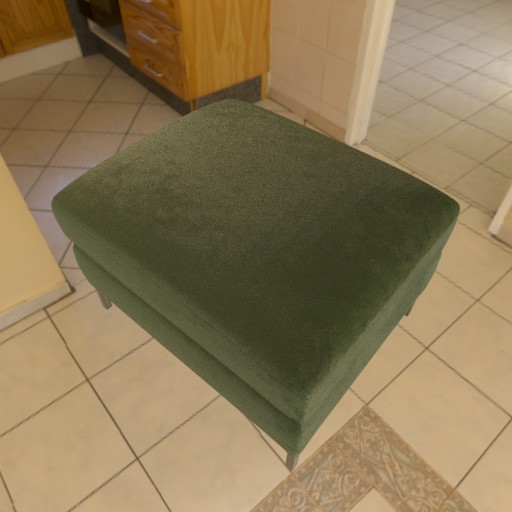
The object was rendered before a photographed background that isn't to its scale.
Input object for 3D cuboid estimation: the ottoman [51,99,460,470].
[{"bbox_3d":[0.000,0.000,1.287,0.839,0.538,0.701,32,56,26],"label":"ottoman"}]
